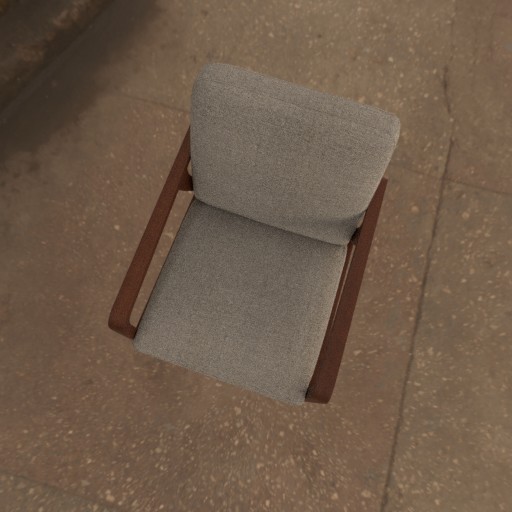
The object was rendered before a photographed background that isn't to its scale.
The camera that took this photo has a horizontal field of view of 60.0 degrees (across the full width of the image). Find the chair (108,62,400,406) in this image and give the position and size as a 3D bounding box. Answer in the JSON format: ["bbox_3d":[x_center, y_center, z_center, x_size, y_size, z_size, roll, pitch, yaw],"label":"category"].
[{"bbox_3d":[0.000,0.000,1.523,0.704,0.847,0.858,18,76,5],"label":"chair"}]
